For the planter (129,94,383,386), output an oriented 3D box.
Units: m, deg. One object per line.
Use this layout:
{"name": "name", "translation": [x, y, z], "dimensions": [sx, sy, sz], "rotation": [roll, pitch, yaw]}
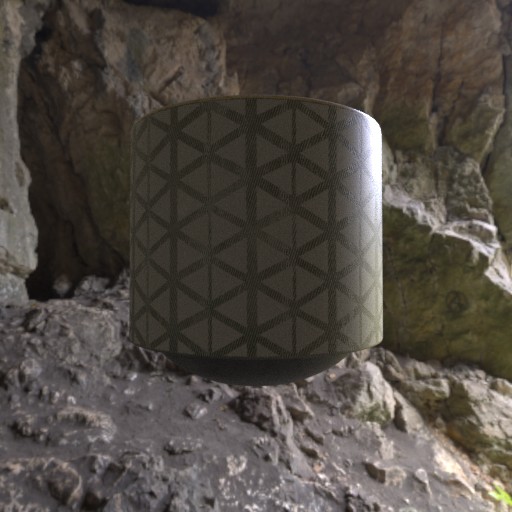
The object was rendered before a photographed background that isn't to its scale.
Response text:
{"name": "planter", "translation": [0.000, 0.000, 0.347], "dimensions": [0.190, 0.181, 0.190], "rotation": [0, -1, 0]}
